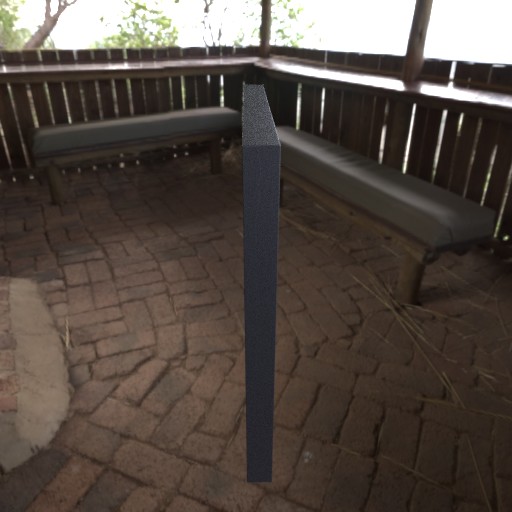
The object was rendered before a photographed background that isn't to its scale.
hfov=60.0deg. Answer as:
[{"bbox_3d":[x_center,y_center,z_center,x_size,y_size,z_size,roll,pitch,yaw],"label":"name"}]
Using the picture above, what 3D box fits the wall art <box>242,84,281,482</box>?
[{"bbox_3d":[0.000,0.000,0.777,0.038,0.507,0.507,-1,27,-1],"label":"wall art"}]
